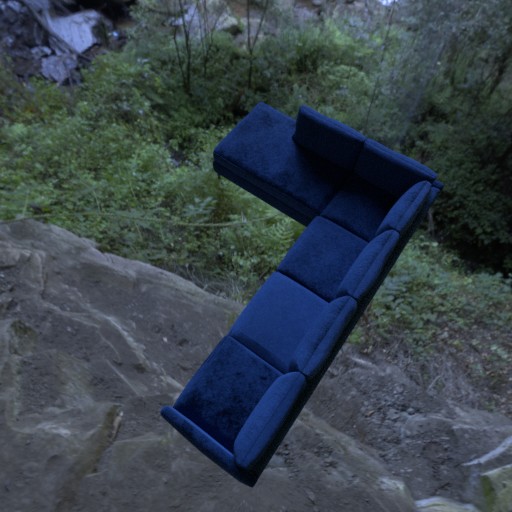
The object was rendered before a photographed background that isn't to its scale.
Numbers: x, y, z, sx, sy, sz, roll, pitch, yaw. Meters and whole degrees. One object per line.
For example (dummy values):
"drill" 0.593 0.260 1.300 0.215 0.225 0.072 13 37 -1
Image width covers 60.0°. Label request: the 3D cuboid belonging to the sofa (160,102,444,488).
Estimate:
"sofa" 0.000 0.000 3.784 2.007 0.815 2.949 33 68 15
